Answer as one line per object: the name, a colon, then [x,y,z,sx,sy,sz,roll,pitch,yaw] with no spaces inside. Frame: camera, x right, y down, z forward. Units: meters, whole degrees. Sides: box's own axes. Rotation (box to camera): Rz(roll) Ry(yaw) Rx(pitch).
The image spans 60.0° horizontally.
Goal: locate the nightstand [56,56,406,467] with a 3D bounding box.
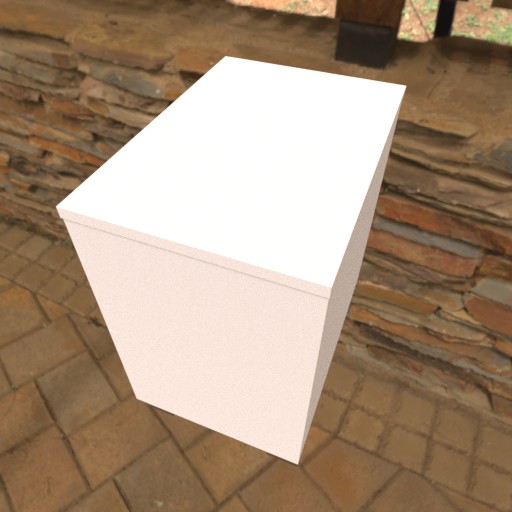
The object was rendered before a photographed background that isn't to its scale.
nightstand: [0.000,0.000,0.751,0.325,0.460,0.441,16,48,15]
